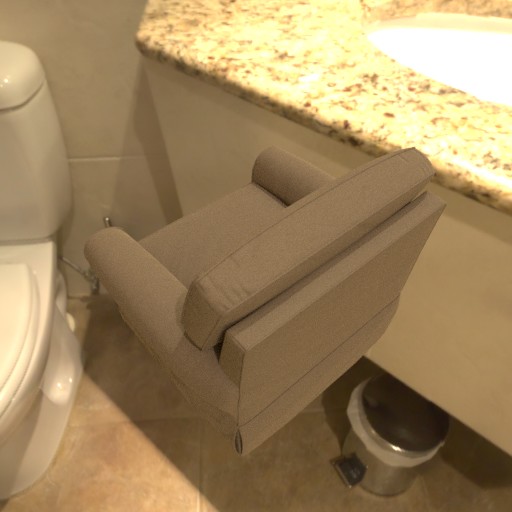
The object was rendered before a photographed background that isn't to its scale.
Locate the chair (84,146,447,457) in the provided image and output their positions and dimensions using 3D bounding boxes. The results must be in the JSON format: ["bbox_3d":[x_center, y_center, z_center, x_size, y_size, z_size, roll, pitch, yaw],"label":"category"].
[{"bbox_3d":[0.000,0.000,1.852,1.135,1.017,0.988,-32,55,-26],"label":"chair"}]
